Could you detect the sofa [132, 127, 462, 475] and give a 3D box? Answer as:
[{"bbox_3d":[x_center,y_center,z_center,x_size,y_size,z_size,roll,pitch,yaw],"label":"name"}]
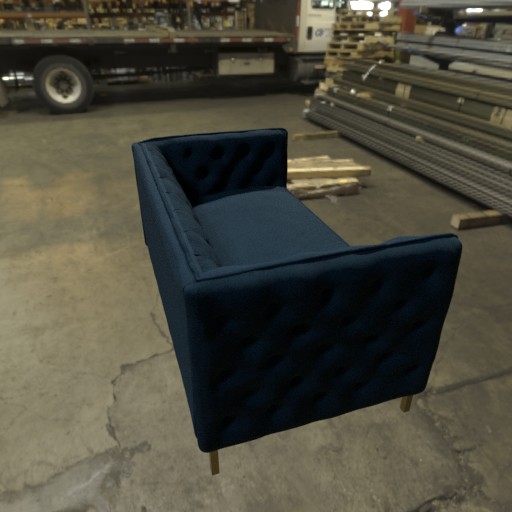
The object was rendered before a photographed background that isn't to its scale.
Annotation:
[{"bbox_3d":[0.000,0.000,2.069,0.909,0.810,1.583,-10,31,-16],"label":"sofa"}]
